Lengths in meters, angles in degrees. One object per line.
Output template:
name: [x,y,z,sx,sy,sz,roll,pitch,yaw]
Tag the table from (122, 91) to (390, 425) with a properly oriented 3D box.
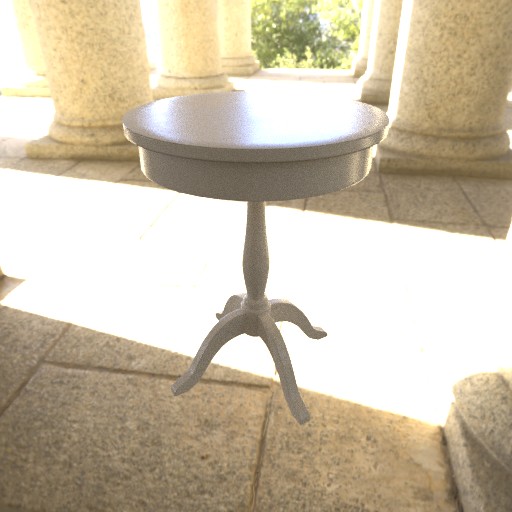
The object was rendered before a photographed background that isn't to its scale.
table: [0.000,0.000,1.037,0.513,0.653,0.513,0,29,0]
